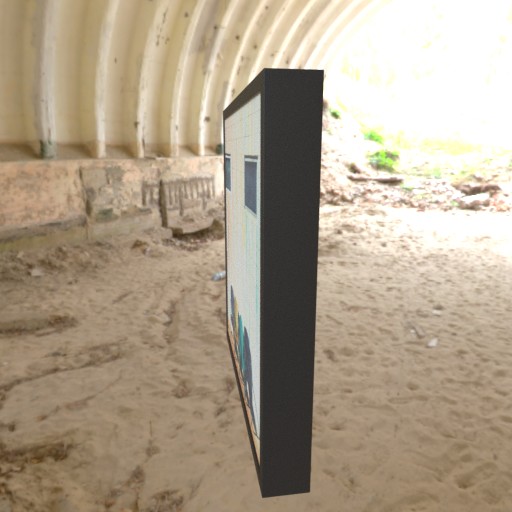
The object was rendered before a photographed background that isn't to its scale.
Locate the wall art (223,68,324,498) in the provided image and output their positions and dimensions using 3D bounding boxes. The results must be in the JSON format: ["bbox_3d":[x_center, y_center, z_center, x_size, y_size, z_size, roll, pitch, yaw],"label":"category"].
[{"bbox_3d":[0.000,0.000,0.448,0.038,0.304,0.304,-2,14,-9],"label":"wall art"}]
